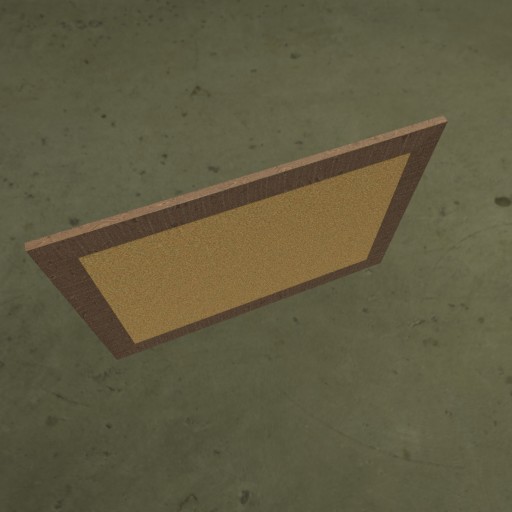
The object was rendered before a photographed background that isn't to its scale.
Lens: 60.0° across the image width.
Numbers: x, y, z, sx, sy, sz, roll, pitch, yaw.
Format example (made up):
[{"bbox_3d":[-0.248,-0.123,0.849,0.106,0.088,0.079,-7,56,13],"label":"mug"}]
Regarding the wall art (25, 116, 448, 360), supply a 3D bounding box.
[{"bbox_3d":[0.000,0.000,1.173,0.917,0.626,0.019,-19,61,-11],"label":"wall art"}]
